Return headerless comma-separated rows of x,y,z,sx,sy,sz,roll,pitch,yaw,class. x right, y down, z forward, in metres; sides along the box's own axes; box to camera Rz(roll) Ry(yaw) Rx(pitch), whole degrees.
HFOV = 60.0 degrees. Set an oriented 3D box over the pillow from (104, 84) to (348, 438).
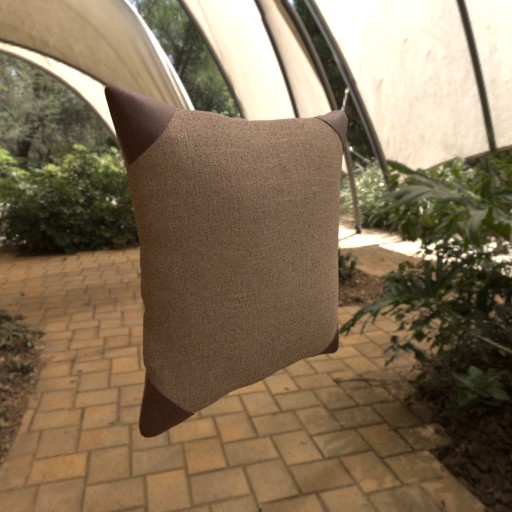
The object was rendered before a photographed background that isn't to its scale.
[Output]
0.000,0.000,0.668,0.437,0.448,0.147,-12,18,-43,pillow
